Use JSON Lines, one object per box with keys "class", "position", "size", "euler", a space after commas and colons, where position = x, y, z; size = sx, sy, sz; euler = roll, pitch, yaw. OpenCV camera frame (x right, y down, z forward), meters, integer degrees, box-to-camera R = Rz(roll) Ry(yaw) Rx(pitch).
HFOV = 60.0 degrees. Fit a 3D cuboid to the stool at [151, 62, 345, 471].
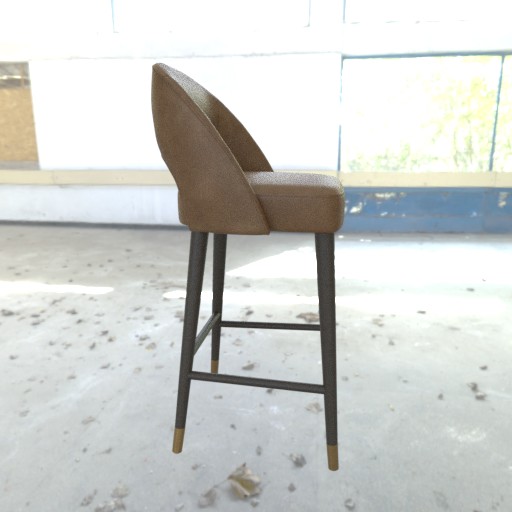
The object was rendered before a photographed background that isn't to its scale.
{"class": "stool", "position": [0.000, 0.000, 1.286], "size": [0.509, 1.037, 0.494], "euler": [2, 15, 9]}
